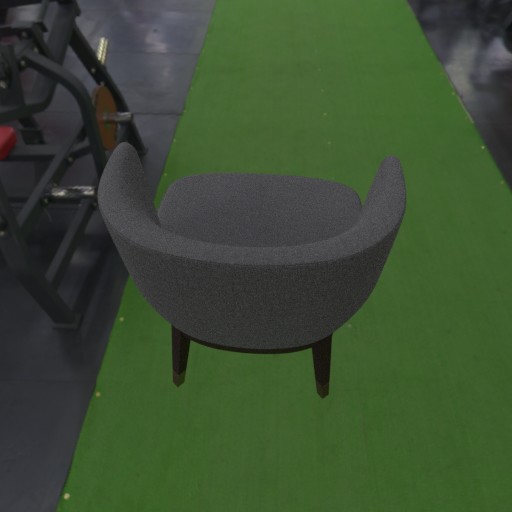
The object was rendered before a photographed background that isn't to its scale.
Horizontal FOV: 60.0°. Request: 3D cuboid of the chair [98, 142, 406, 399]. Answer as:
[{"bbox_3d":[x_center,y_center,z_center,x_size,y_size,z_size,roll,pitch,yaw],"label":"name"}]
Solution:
[{"bbox_3d":[0.000,0.000,1.232,0.639,0.695,0.698,4,47,3],"label":"chair"}]
